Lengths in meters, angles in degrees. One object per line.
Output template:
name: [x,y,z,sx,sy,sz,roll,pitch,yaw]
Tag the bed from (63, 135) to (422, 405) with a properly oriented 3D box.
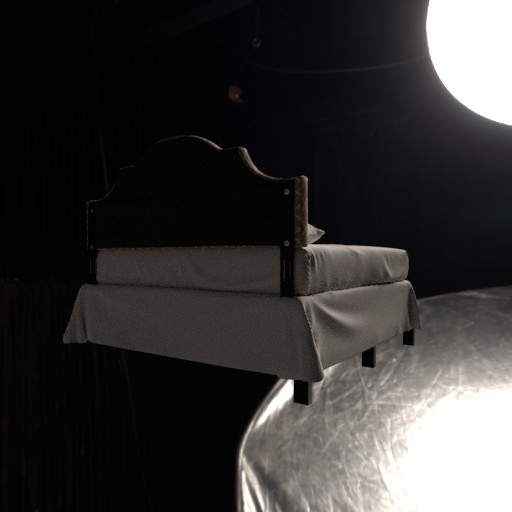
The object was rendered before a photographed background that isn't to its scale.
bed: [0.000,0.000,3.767,2.314,1.601,2.222,0,0,36]
